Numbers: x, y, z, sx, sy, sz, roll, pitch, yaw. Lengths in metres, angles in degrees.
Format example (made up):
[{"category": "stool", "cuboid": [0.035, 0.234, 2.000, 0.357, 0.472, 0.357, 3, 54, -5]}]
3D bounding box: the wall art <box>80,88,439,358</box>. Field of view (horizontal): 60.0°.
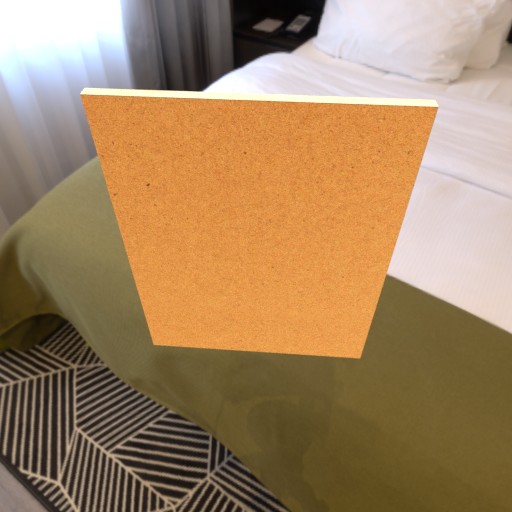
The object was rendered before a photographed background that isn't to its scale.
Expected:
[{"category": "wall art", "cuboid": [0.000, 0.000, 0.818, 0.481, 0.613, 0.020, 3, 46, 3]}]
